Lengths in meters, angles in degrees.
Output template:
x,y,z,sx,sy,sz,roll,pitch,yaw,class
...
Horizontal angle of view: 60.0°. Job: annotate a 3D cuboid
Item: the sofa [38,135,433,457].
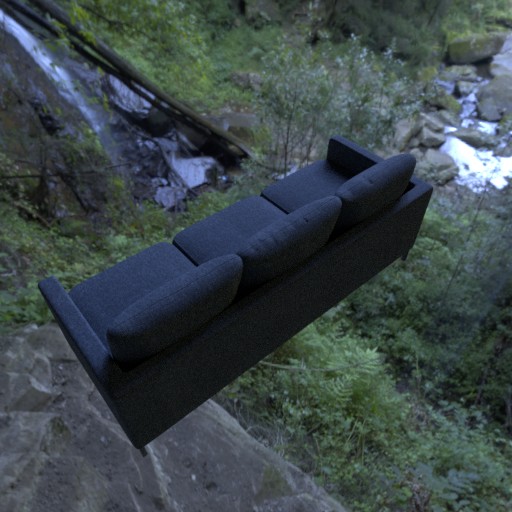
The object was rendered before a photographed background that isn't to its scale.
x,y,z,sx,sy,sz,roll,pitch,yaw,class
0.000,0.000,2.659,2.218,0.874,0.859,-31,53,-27,sofa
